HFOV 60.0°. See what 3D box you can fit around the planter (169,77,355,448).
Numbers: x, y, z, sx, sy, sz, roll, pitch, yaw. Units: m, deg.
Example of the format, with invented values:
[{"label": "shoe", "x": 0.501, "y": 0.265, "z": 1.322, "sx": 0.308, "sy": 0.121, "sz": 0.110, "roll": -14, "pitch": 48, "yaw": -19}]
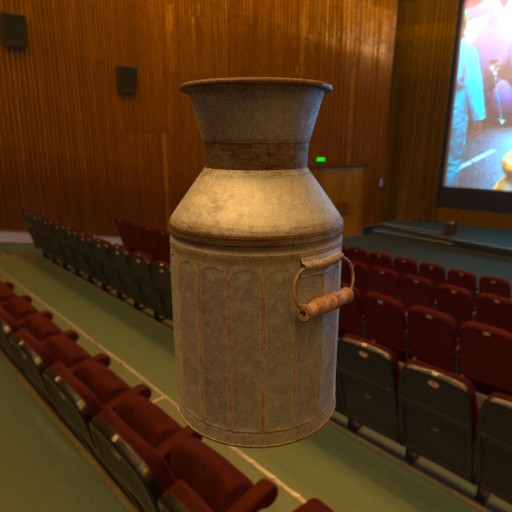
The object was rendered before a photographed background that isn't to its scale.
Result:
[{"label": "planter", "x": 0.000, "y": 0.000, "z": 0.551, "sx": 0.214, "sy": 0.396, "sz": 0.245, "roll": -15, "pitch": 21, "yaw": -42}]
